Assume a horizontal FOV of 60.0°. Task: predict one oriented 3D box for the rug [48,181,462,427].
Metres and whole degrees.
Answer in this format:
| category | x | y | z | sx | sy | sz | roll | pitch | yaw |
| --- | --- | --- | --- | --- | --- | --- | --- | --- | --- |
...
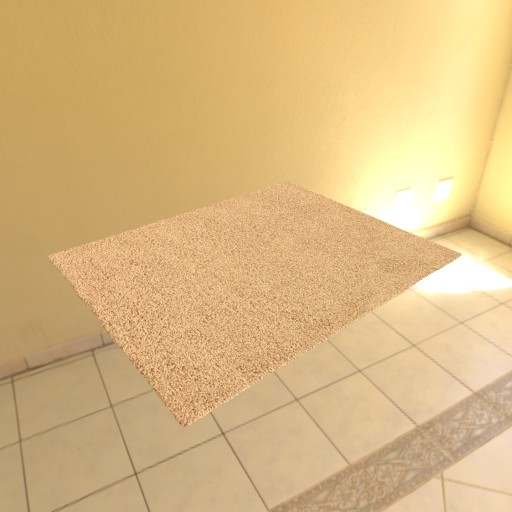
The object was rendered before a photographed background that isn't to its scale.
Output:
| category | x | y | z | sx | sy | sz | roll | pitch | yaw |
| --- | --- | --- | --- | --- | --- | --- | --- | --- | --- |
| rug | 0.000 | 0.000 | 4.151 | 3.047 | 0.029 | 2.438 | -23 | 38 | -33 |
